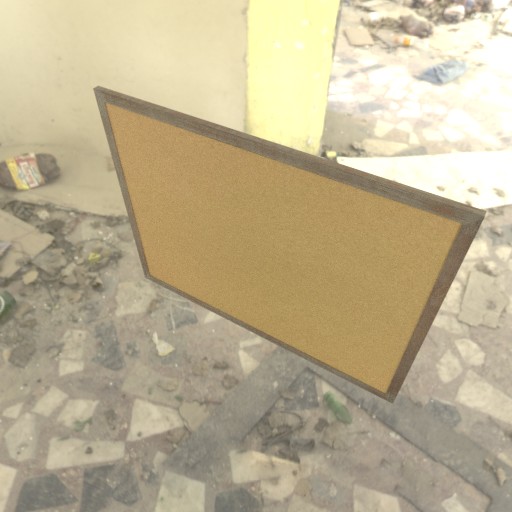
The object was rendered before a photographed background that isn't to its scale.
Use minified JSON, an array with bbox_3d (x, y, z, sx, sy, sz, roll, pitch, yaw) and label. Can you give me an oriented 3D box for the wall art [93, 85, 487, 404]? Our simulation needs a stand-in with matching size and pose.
[{"bbox_3d":[0.000,0.000,1.296,1.012,0.774,0.019,24,51,21],"label":"wall art"}]
